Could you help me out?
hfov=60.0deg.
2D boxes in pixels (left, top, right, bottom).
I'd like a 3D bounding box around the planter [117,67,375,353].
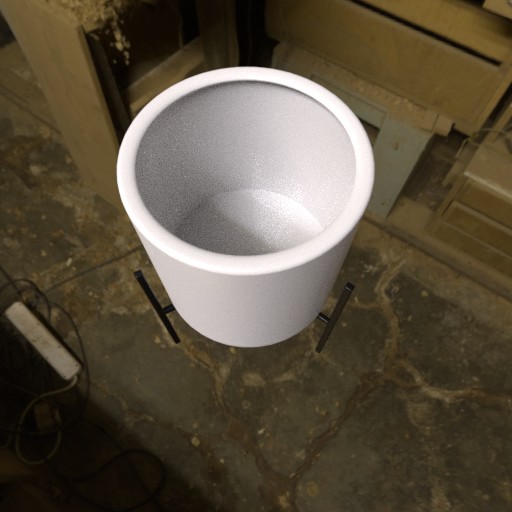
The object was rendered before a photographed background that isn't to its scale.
[{"bbox_3d":[0.000,0.000,0.530,0.239,0.356,0.239,34,68,16],"label":"planter"}]
